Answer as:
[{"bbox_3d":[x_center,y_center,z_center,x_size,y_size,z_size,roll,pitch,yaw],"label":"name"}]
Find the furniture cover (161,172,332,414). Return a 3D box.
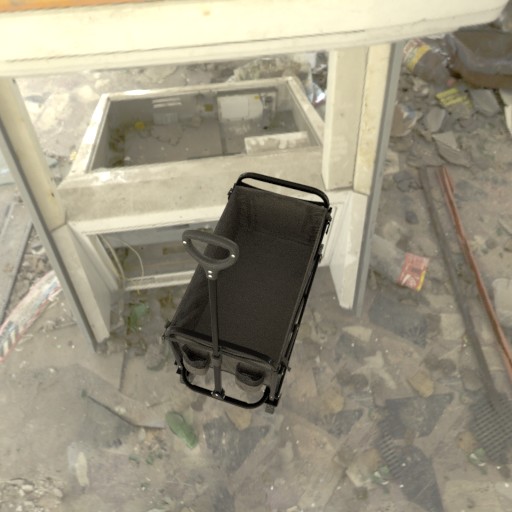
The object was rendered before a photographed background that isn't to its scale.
[{"bbox_3d":[0.000,0.000,1.846,0.532,1.295,1.038,16,59,10],"label":"furniture cover"}]
